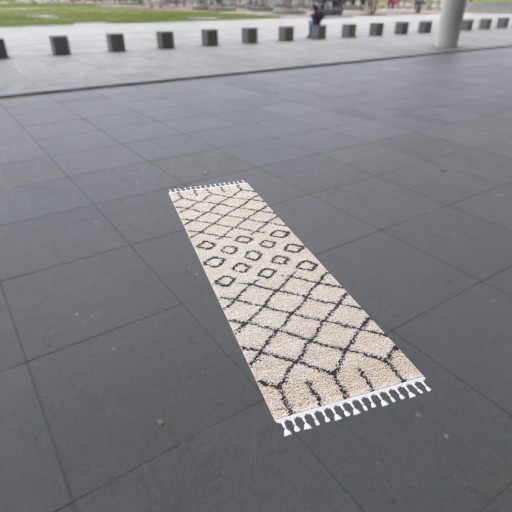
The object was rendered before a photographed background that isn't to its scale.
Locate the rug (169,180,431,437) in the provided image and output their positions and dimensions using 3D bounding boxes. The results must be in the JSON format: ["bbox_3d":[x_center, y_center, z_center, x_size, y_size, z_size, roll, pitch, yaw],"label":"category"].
[{"bbox_3d":[0.000,0.000,2.668,0.660,0.005,2.464,-10,32,-17],"label":"rug"}]
